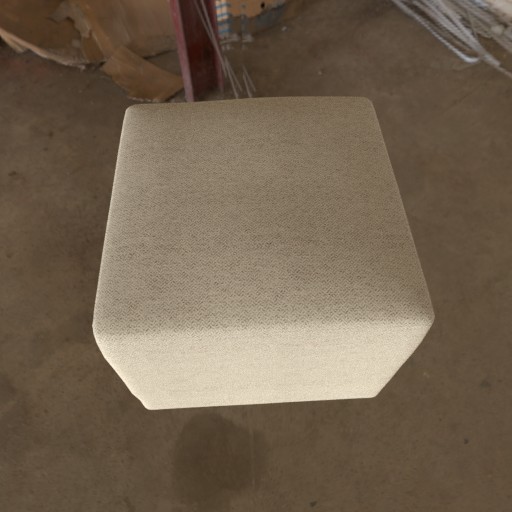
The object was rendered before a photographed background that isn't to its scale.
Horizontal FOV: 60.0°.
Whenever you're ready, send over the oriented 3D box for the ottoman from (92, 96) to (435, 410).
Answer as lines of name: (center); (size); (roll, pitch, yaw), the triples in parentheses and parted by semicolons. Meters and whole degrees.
ottoman: (0.000, 0.000, 0.930); (0.512, 0.453, 0.521); (-3, 58, -2)
